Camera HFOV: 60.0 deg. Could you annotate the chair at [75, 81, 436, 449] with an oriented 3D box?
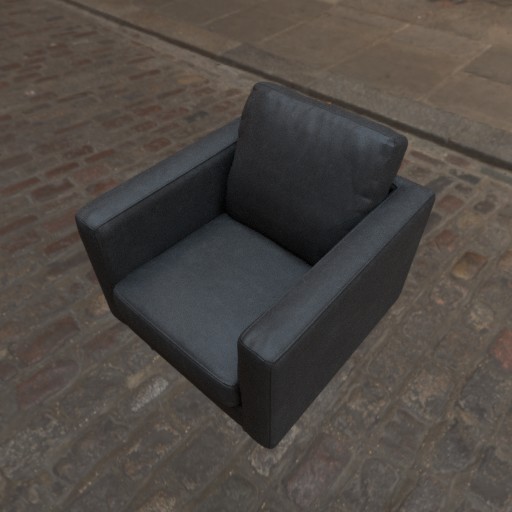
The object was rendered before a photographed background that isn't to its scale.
[{"bbox_3d":[0.000,0.000,1.561,0.831,0.898,0.879,32,54,27],"label":"chair"}]
